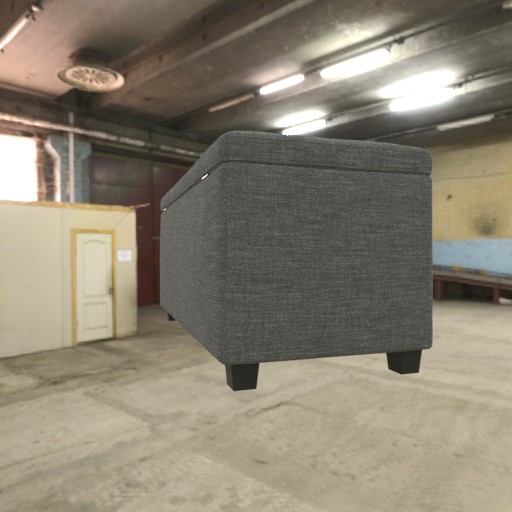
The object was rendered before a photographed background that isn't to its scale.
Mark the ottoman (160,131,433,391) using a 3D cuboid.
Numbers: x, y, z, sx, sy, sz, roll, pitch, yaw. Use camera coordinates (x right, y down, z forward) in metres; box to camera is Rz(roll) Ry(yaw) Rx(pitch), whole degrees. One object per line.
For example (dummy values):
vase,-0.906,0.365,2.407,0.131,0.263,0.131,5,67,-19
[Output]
ottoman,0.000,0.000,1.162,0.419,0.432,0.902,0,0,-18
